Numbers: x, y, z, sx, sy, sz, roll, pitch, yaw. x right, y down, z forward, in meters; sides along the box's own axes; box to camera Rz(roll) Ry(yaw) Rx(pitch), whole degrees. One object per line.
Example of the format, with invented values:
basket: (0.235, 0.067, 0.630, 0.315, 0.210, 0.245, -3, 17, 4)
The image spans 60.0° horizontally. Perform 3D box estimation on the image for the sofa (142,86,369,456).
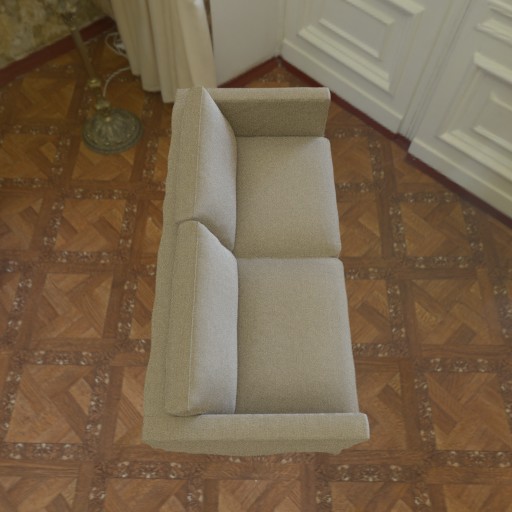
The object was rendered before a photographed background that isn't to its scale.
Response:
sofa: (0.000, 0.000, 2.456, 0.956, 0.847, 1.987, 0, 63, 0)
